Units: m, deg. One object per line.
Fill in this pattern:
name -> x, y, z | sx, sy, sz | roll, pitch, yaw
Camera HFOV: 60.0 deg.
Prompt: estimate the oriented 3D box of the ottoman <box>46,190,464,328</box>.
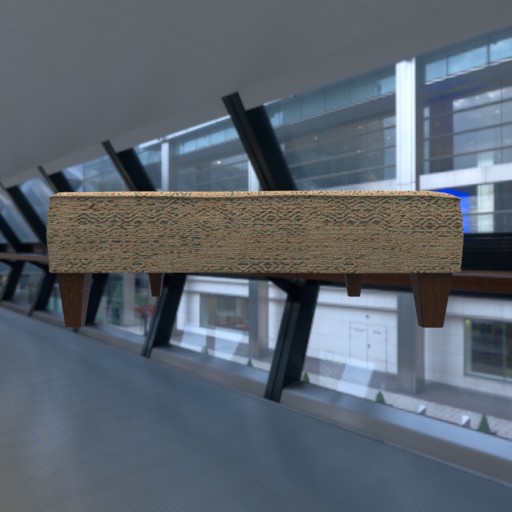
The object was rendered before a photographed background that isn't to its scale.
ottoman -> 0.000, 0.000, 1.535 | 1.004, 0.356, 0.968 | 0, 0, 0
